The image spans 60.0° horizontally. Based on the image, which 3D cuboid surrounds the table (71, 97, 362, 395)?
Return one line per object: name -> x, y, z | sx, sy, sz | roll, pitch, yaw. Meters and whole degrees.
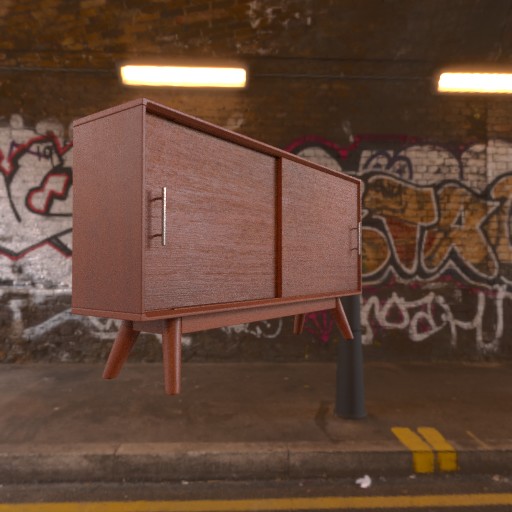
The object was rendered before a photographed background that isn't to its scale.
table -> 0.000, 0.000, 1.562 | 0.308, 0.698, 1.220 | -1, -2, 37
